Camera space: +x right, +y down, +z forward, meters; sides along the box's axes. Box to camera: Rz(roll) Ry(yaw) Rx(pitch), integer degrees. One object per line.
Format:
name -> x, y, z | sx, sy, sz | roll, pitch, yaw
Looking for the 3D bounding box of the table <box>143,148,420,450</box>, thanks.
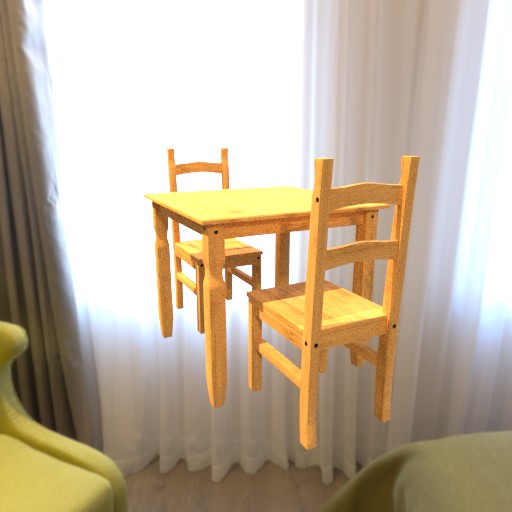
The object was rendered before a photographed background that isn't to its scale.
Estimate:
table -> 0.000, 0.000, 2.046 | 0.813, 0.942, 1.501 | -7, 17, -26
